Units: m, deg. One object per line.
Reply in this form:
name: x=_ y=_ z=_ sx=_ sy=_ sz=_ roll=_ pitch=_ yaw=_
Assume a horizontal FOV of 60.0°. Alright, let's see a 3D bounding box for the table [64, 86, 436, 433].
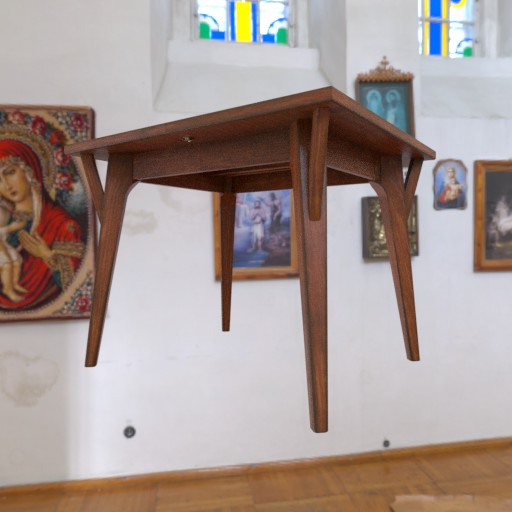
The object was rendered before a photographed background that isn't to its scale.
table: x=0.000 y=0.000 z=1.557 sx=0.991 sy=0.761 sz=0.838 roll=1 pitch=3 yaw=36
